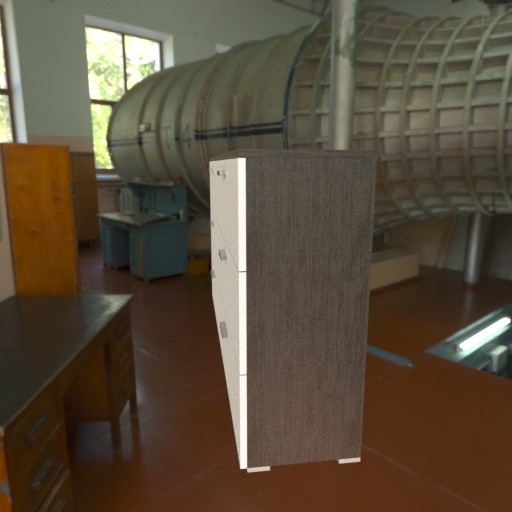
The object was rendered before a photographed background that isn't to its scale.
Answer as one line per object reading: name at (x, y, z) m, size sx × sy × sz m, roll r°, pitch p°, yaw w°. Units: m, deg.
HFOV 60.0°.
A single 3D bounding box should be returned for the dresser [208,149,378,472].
dresser at (0.000, 0.000, 1.792) m, size 0.333 × 0.790 × 1.535 m, roll -2°, pitch 12°, yaw -8°
